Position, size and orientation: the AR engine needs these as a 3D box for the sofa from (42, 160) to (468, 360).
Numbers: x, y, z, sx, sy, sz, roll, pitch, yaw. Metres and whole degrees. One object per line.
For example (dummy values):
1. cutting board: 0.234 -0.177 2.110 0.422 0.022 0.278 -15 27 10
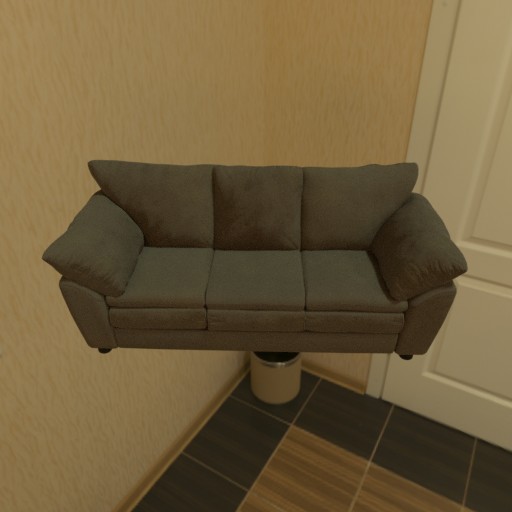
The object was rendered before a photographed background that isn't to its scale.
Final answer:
1. sofa: 0.000 0.000 2.855 2.336 1.073 0.878 1 30 2
